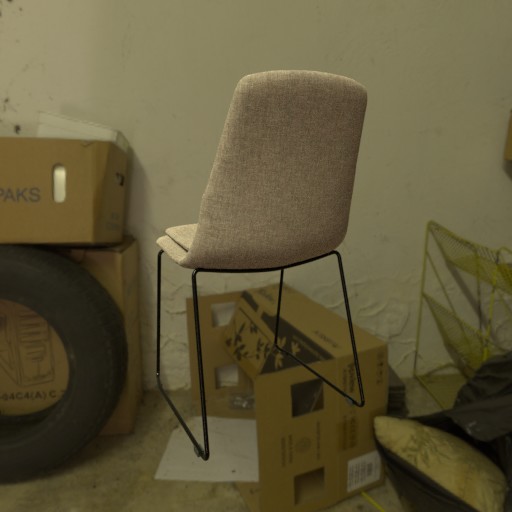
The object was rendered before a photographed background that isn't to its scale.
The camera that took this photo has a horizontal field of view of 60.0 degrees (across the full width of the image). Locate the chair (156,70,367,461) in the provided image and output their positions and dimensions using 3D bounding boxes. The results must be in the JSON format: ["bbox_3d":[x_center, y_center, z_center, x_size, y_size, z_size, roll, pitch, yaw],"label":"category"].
[{"bbox_3d":[0.000,0.000,1.191,0.479,0.858,0.518,-7,15,-27],"label":"chair"}]
